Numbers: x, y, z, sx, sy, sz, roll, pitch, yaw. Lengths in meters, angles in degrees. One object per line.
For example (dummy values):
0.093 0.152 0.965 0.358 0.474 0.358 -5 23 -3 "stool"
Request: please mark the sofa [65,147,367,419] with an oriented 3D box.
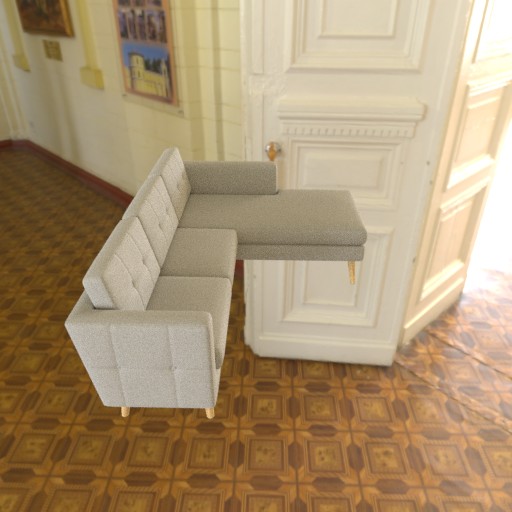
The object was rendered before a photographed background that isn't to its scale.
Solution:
0.000 0.000 2.799 1.530 0.860 2.040 1 31 1 "sofa"
